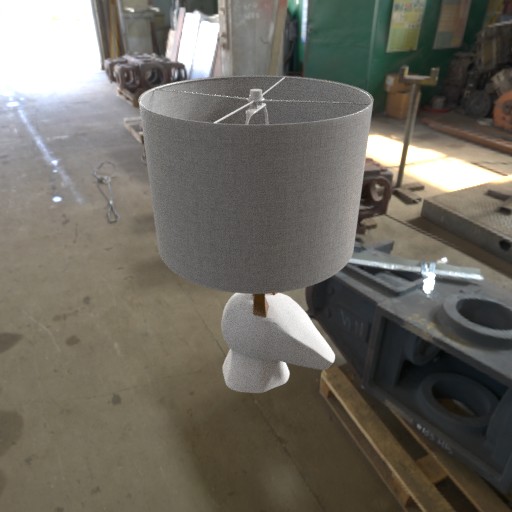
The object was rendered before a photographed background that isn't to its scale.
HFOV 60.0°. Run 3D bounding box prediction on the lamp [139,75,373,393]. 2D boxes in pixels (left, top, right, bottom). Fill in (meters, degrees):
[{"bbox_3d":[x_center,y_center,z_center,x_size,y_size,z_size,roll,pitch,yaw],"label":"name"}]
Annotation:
[{"bbox_3d":[0.000,0.000,0.705,0.298,0.503,0.298,10,32,15],"label":"lamp"}]
